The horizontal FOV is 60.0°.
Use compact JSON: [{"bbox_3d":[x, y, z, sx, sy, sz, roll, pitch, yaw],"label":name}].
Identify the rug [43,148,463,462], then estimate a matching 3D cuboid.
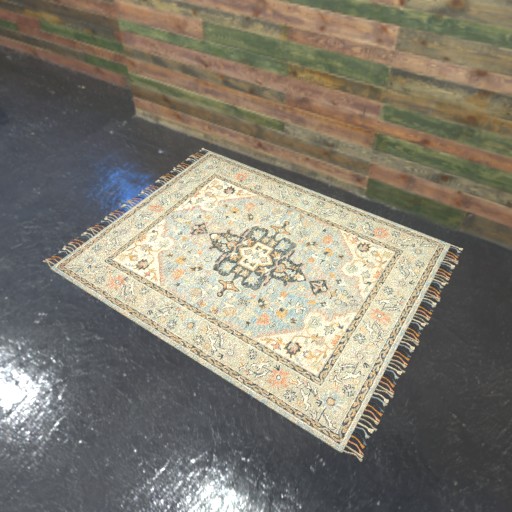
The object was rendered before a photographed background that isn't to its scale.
[{"bbox_3d":[0.000,0.000,2.244,1.730,0.009,1.278,26,51,23],"label":"rug"}]
